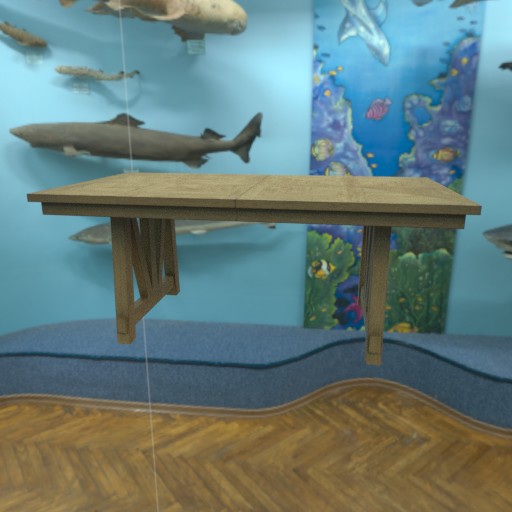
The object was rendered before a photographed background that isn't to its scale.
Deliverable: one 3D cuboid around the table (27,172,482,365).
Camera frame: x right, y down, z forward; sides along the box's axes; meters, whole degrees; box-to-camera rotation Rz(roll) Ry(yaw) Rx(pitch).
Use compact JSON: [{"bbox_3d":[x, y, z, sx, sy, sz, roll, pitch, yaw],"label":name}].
[{"bbox_3d":[0.000,0.000,2.391,1.881,0.768,1.016,3,16,9],"label":"table"}]
